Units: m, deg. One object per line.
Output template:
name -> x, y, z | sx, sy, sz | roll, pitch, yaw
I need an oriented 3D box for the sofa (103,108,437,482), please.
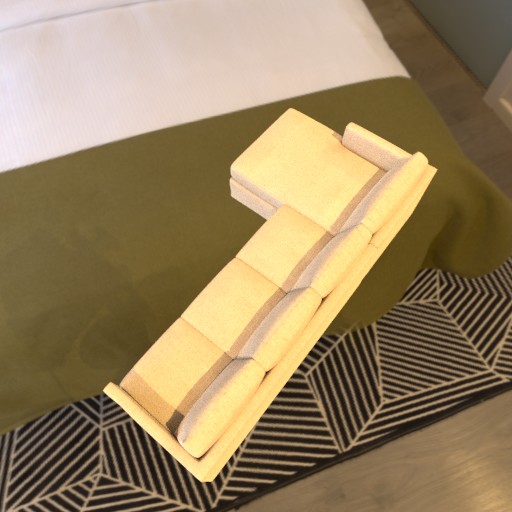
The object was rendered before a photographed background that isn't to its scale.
sofa -> 0.000, 0.000, 3.857 | 1.650, 0.922, 3.205 | 35, 68, 16
